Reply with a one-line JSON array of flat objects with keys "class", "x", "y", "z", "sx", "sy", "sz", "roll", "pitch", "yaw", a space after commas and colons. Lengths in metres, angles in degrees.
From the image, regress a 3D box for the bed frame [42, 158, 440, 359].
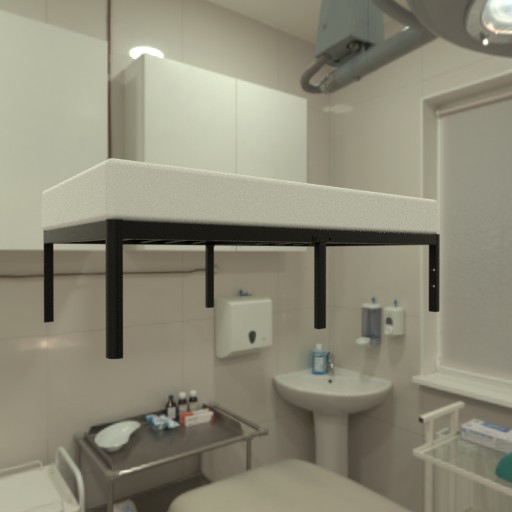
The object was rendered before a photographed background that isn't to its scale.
[{"class": "bed frame", "x": 0.000, "y": 0.000, "z": 2.415, "sx": 1.950, "sy": 0.659, "sz": 1.023, "roll": 0, "pitch": 1, "yaw": -37}]
